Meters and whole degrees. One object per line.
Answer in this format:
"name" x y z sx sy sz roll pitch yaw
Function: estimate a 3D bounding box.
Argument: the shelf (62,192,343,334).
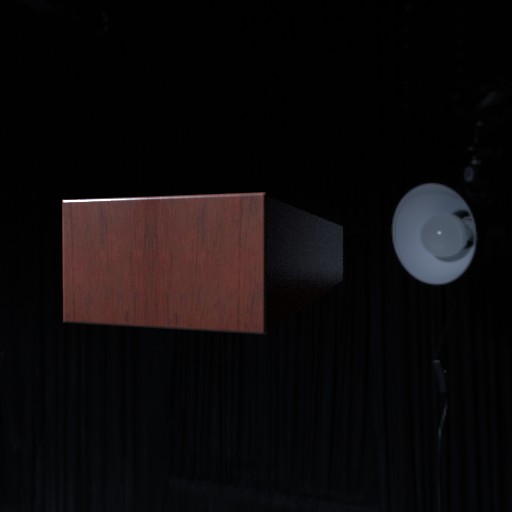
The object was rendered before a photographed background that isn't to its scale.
"shelf" 0.000 0.000 0.517 0.152 0.088 0.457 0 1 17
